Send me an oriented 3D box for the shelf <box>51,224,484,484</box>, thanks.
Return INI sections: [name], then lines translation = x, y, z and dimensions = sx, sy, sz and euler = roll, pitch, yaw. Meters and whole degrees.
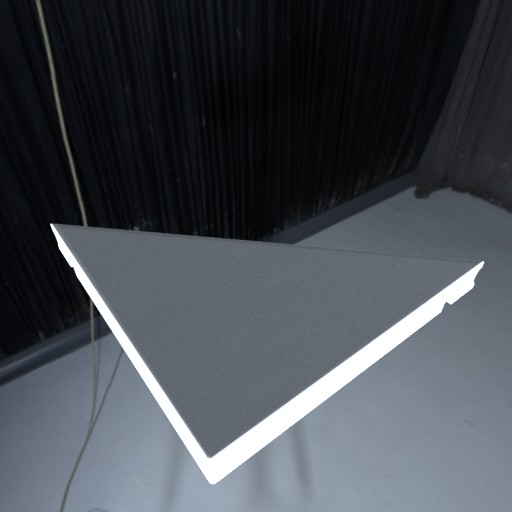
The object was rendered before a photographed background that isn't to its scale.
[shelf]
translation = 0.000, 0.000, 0.431
dimensions = 0.296, 0.035, 0.296
euler = -26, 47, -27
